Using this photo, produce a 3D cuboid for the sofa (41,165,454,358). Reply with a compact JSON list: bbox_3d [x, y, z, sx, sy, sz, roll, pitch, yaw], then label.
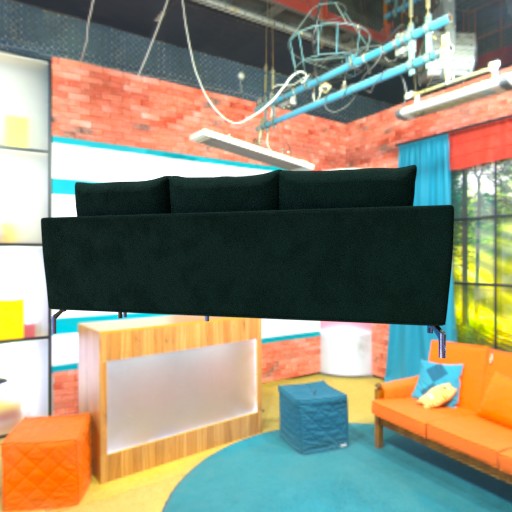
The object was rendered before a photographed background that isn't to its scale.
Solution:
[{"bbox_3d":[0.000,0.000,3.174,2.441,1.007,1.489,0,0,17],"label":"sofa"}]
